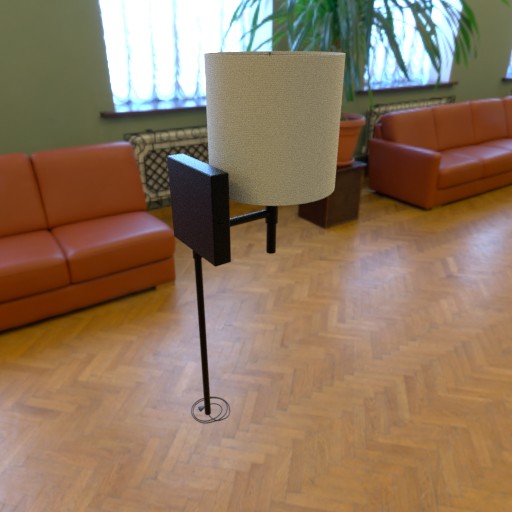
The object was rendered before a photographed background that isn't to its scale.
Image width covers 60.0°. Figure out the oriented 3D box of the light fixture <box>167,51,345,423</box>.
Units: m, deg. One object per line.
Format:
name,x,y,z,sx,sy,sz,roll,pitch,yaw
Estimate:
light fixture,0.000,0.000,0.709,0.248,0.589,0.188,-17,31,-31
